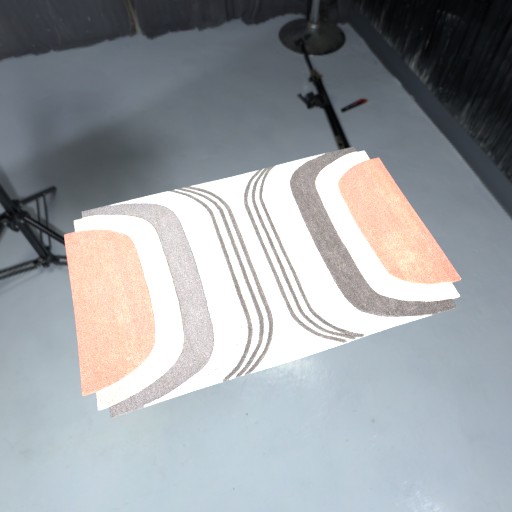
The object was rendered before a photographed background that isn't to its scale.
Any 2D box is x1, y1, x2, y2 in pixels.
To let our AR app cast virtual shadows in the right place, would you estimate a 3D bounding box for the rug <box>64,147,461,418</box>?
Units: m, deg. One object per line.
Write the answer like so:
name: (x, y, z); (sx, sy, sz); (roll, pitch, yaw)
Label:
rug: (0.000, 0.000, 3.006); (2.446, 0.017, 1.530); (-15, 58, -10)
